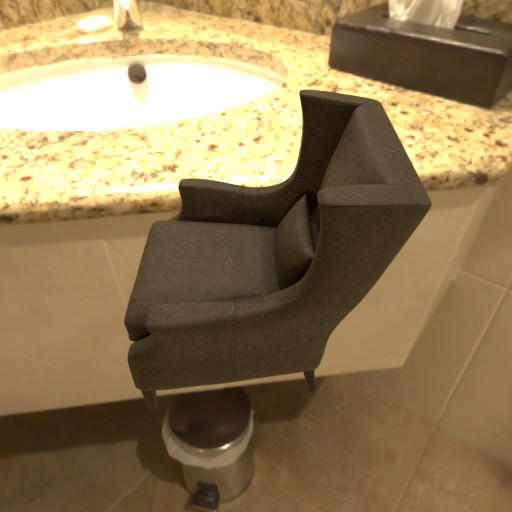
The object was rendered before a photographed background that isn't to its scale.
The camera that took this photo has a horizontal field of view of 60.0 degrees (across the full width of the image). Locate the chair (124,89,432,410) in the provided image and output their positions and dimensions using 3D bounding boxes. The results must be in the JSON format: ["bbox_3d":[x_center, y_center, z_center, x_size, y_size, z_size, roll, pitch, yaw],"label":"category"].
[{"bbox_3d":[0.000,0.000,1.712,0.926,1.016,0.853,0,42,0],"label":"chair"}]
